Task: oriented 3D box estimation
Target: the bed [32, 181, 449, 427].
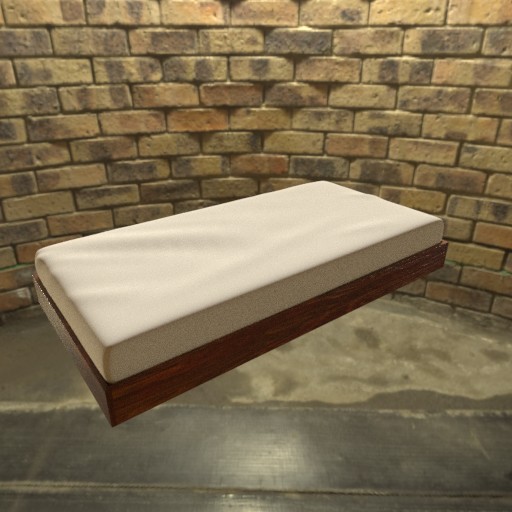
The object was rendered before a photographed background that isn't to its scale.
[{"bbox_3d":[0.000,0.000,2.192,1.860,0.312,0.940,-18,32,-33],"label":"bed"}]
